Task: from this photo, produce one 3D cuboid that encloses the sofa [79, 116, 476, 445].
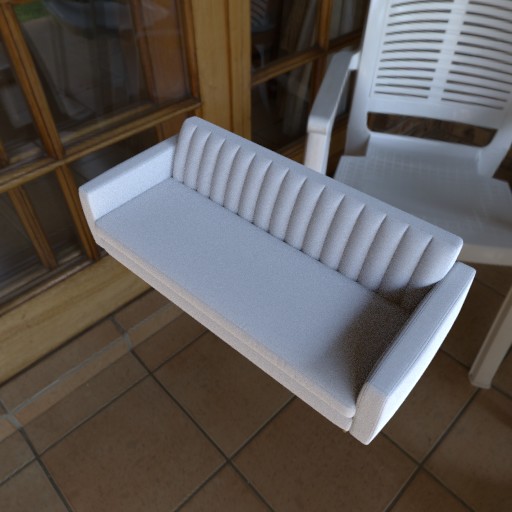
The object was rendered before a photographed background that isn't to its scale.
[{"bbox_3d":[0.000,0.000,2.742,2.291,0.821,0.990,31,53,27],"label":"sofa"}]
